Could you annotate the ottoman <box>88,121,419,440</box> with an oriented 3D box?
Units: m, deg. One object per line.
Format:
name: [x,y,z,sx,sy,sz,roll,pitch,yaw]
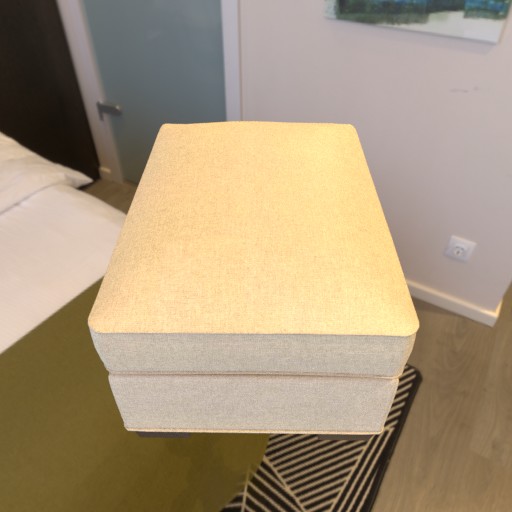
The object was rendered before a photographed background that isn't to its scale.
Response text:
ottoman: [0.000,0.000,1.231,0.619,0.504,0.843,1,42,1]
